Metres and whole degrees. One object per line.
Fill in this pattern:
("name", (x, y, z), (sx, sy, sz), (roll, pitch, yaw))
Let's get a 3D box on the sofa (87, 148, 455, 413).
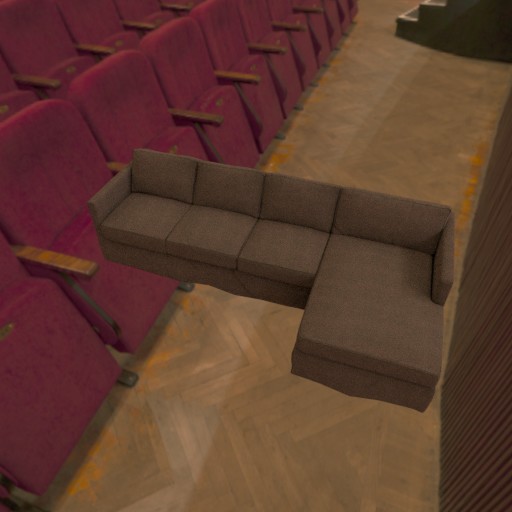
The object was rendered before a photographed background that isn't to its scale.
("sofa", (0.000, 0.000, 3.883), (3.205, 0.922, 1.650), (13, 43, 14))
